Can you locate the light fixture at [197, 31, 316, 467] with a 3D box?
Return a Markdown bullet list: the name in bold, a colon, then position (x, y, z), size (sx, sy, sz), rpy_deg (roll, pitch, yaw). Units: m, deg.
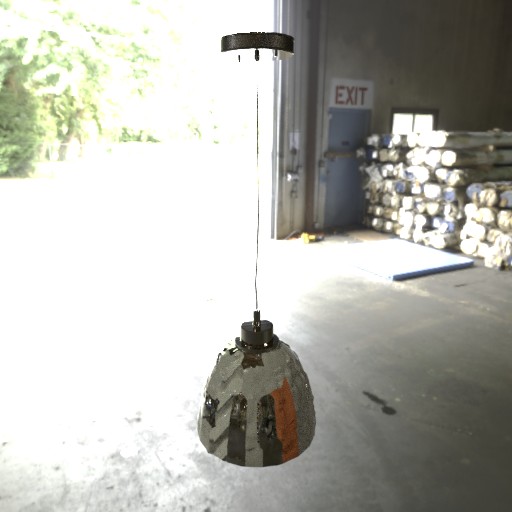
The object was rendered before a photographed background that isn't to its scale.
- **light fixture**: position (0.000, 0.000, 1.692), size (0.500, 1.511, 0.496), rpy_deg (-14, 21, -42)
